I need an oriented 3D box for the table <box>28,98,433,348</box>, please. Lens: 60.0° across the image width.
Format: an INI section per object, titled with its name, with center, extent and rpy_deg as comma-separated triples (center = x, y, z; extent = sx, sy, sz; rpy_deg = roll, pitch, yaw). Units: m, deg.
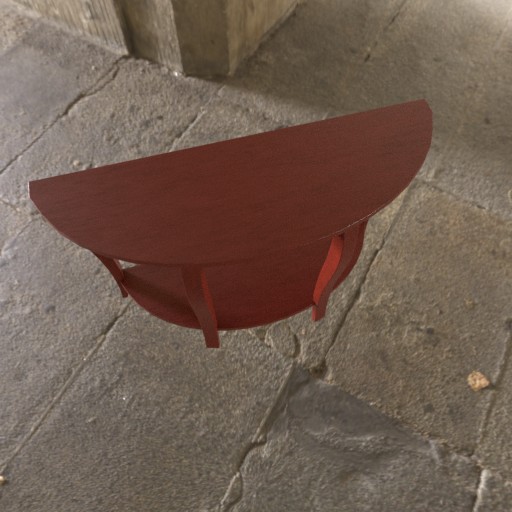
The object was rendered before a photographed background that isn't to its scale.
[table]
center = 0.000, 0.000, 1.577
extent = 1.219, 0.779, 0.405
rpy_deg = -14, 63, -7
